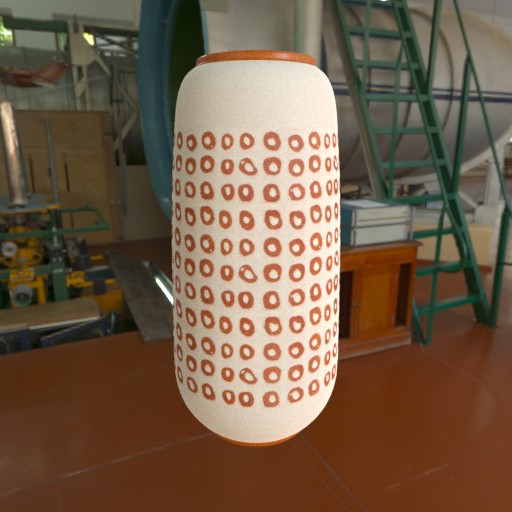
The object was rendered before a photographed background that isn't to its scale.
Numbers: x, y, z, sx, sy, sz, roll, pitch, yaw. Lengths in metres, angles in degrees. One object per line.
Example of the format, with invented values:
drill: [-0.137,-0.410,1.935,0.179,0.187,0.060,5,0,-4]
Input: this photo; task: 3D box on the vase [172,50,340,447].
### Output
vase: [0.000,0.000,0.345,0.133,0.282,0.133,0,16,0]
